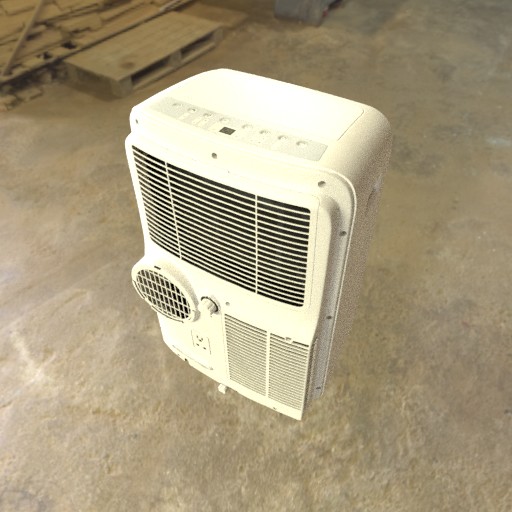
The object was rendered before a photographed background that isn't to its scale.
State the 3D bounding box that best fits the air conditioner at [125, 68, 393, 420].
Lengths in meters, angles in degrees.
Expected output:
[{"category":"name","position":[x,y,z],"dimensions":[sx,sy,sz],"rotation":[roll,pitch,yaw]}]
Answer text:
[{"category":"air conditioner","position":[0.000,0.000,0.970],"dimensions":[0.454,0.700,0.365],"rotation":[23,51,20]}]
